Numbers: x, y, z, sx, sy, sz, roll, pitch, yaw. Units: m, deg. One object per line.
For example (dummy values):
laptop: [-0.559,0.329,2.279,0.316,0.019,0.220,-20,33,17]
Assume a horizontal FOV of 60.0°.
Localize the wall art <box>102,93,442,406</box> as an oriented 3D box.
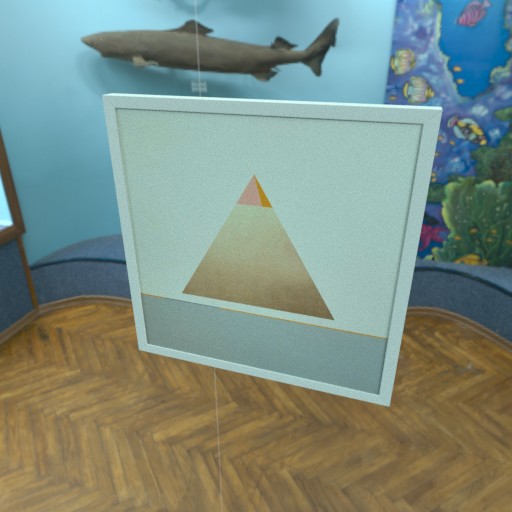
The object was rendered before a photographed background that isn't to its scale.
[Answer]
wall art: [0.000,0.000,1.146,0.768,0.765,0.041,8,27,16]
